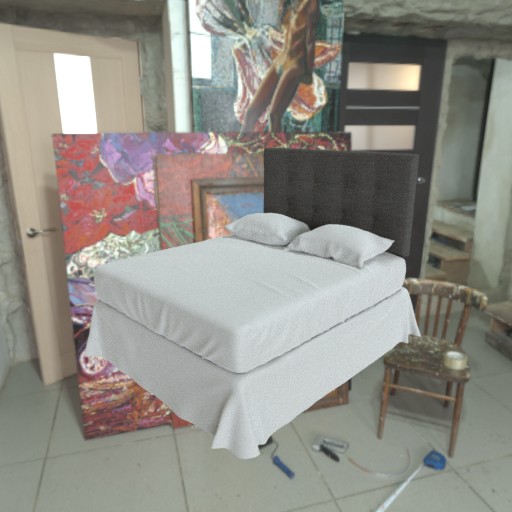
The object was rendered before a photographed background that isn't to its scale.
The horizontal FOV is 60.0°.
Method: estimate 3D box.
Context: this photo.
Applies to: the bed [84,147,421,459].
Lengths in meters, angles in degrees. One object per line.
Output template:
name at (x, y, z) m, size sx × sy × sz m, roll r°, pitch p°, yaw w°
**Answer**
bed at (0.000, 0.000, 3.546) m, size 1.936 × 1.577 × 2.222 m, roll 15°, pitch 22°, yaw 42°
